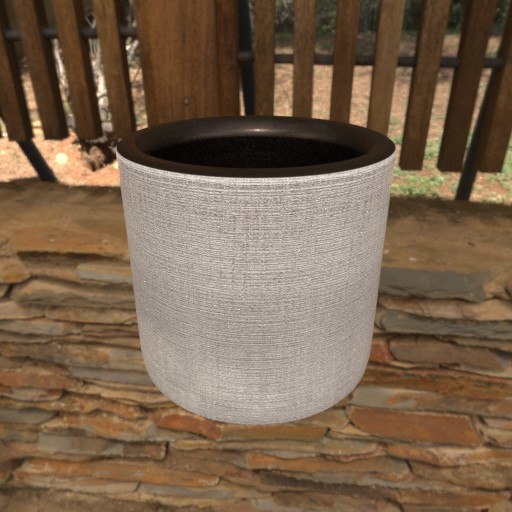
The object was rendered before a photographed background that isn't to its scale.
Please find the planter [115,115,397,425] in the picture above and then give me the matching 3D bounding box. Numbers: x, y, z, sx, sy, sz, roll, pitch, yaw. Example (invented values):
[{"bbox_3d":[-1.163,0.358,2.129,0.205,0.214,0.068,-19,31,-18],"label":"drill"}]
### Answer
[{"bbox_3d":[0.000,0.000,0.291,0.160,0.156,0.160,0,26,0],"label":"planter"}]
